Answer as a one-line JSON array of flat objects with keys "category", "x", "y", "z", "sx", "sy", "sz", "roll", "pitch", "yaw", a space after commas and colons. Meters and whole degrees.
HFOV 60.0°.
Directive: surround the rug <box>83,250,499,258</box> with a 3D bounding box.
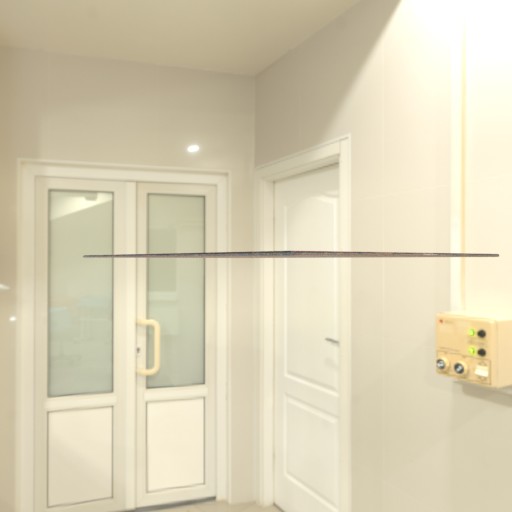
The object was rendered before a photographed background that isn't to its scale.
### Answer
[{"category": "rug", "x": 0.000, "y": 0.000, "z": 2.964, "sx": 1.539, "sy": 0.018, "sz": 2.449, "roll": 0, "pitch": -1, "yaw": -38}]
